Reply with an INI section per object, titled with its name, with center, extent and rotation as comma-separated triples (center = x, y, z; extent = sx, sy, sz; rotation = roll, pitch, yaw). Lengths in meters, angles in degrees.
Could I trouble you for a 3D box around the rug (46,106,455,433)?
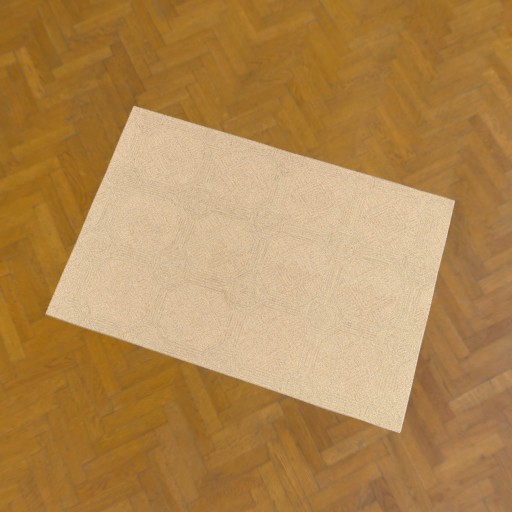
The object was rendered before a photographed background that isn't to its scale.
[rug]
center = 0.000, 0.000, 2.300
extent = 1.839, 0.009, 1.236
rotation = 17, 78, 4
